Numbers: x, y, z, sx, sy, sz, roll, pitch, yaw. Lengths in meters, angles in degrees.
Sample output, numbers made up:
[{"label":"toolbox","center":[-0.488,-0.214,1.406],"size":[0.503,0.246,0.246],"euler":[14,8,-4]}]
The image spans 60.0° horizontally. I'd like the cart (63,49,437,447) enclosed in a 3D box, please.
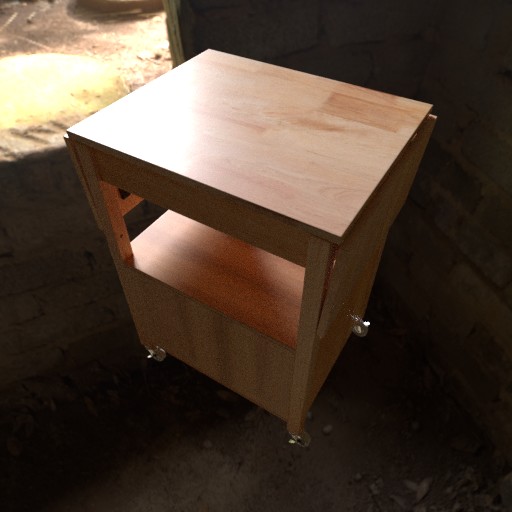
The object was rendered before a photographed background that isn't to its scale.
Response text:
[{"label":"cart","center":[0.000,0.000,1.236],"size":[0.640,0.838,0.508],"euler":[24,50,21]}]
